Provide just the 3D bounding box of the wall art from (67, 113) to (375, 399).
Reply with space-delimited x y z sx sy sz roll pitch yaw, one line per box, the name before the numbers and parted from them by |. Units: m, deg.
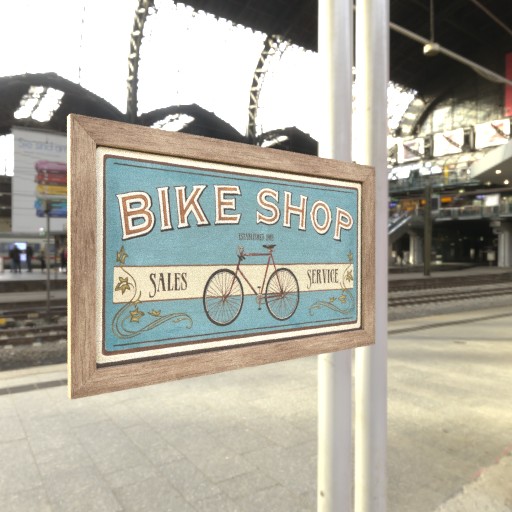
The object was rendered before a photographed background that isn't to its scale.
wall art | 0.000 0.000 0.978 0.780 0.480 0.021 0 0 -36
